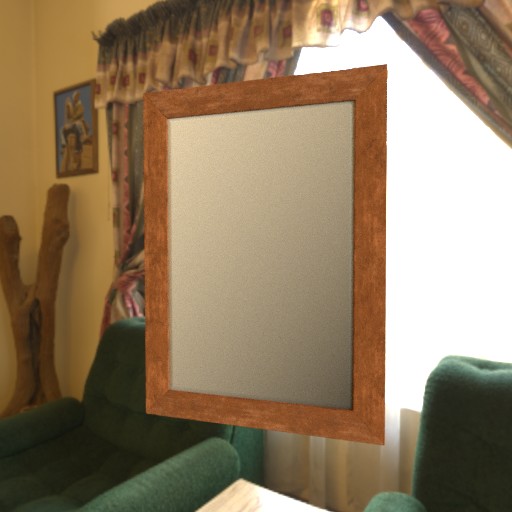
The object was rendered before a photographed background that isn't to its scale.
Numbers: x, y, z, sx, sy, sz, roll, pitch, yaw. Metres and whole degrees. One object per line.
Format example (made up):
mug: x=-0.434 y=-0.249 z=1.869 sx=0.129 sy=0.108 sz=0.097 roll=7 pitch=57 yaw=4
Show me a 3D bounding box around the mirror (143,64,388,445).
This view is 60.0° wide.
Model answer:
mirror: x=0.000 y=0.000 z=1.408 sx=0.796 sy=1.099 sz=0.028 roll=1 pitch=2 yaw=18
